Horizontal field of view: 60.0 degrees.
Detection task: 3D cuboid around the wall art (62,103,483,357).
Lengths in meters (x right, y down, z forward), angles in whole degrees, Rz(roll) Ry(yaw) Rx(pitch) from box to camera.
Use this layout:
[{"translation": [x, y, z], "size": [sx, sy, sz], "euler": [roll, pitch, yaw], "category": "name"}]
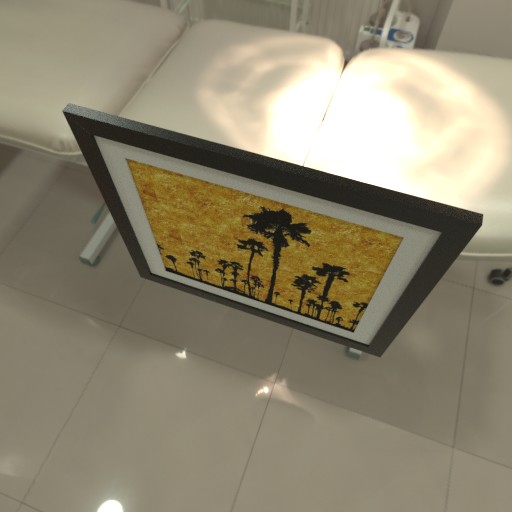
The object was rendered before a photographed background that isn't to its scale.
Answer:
[{"translation": [0.000, 0.000, 0.527], "size": [0.383, 0.332, 0.012], "euler": [17, 61, 10], "category": "wall art"}]
